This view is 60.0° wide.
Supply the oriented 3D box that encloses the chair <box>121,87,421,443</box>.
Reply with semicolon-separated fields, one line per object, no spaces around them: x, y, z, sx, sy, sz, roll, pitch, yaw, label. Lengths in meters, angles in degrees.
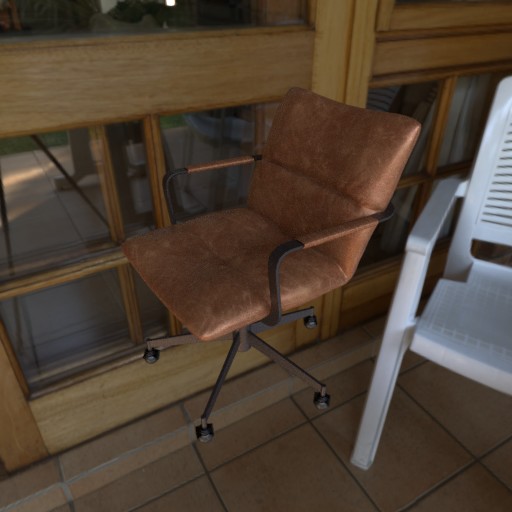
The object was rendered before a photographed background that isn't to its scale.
0.000;0.000;1.484;0.754;0.922;0.727;-21;38;-29;chair
